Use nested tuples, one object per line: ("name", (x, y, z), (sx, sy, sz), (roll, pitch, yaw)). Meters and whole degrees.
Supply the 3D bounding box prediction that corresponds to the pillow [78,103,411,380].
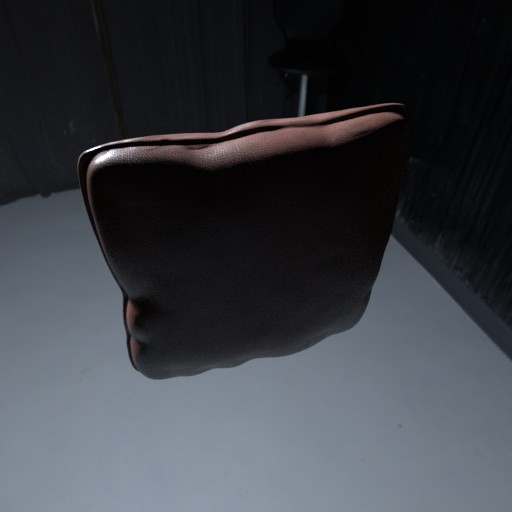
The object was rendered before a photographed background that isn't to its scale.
("pillow", (0.000, 0.000, 0.818), (0.532, 0.523, 0.236), (-12, 42, -14))
